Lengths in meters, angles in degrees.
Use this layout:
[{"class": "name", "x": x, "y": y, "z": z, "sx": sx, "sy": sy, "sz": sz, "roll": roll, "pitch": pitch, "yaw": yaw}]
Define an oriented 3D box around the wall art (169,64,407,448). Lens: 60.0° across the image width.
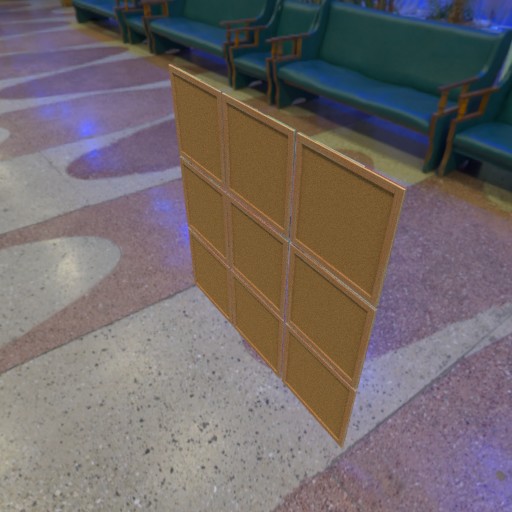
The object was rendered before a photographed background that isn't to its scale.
[{"class": "wall art", "x": 0.000, "y": 0.000, "z": 2.267, "sx": 0.013, "sy": 1.519, "sz": 1.521, "roll": -24, "pitch": 45, "yaw": -27}]
